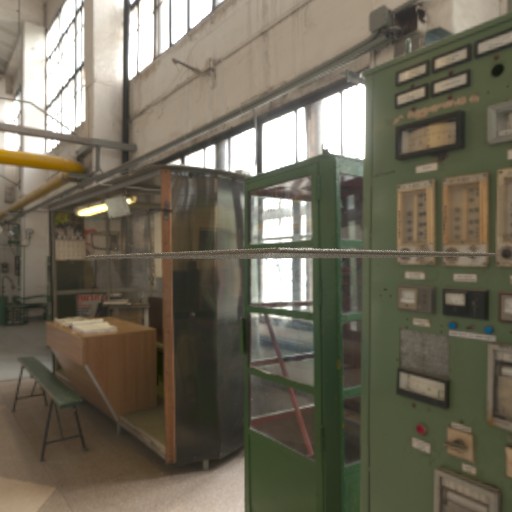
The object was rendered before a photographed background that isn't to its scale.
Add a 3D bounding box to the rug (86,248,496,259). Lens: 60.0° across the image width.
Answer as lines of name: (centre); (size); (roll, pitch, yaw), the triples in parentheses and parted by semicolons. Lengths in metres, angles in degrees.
rug: (0.000, 0.000, 2.165); (1.144, 0.014, 1.748); (1, -1, -36)
